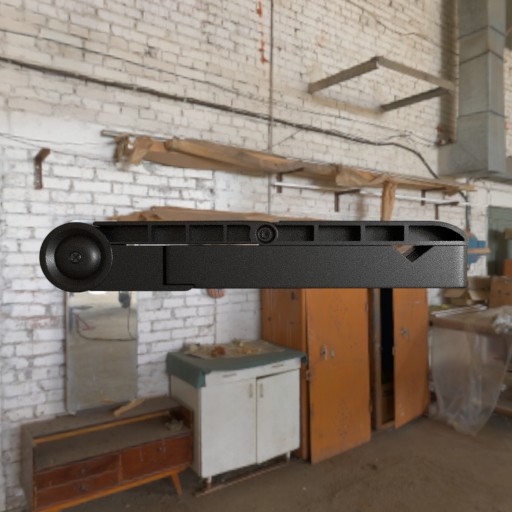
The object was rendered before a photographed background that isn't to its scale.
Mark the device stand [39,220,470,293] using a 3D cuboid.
[{"bbox_3d":[0.000,0.000,0.195,0.179,0.030,0.026,0,1,-1],"label":"device stand"}]
